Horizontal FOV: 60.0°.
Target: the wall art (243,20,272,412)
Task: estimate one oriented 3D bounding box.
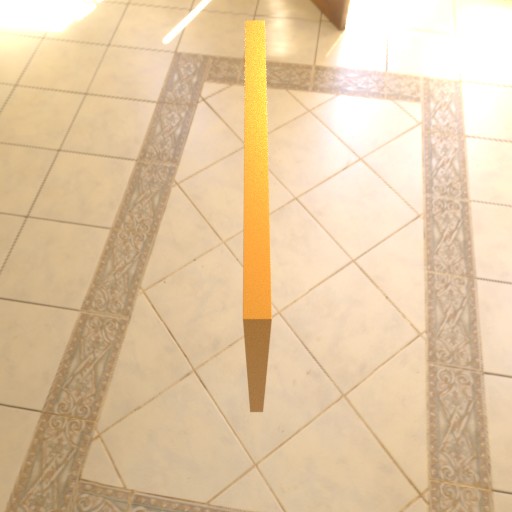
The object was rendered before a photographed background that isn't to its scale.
[{"bbox_3d":[0.000,0.000,1.081,0.038,0.812,0.610,0,62,0],"label":"wall art"}]
